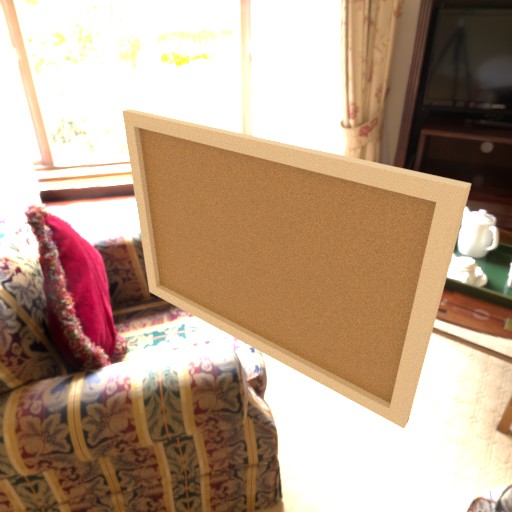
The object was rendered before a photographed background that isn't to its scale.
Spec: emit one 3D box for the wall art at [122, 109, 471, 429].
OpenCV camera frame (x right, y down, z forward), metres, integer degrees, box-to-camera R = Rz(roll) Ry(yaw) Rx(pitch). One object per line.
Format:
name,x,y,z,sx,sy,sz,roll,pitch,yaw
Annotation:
wall art,0.000,0.000,1.436,1.144,0.767,0.038,22,37,32
